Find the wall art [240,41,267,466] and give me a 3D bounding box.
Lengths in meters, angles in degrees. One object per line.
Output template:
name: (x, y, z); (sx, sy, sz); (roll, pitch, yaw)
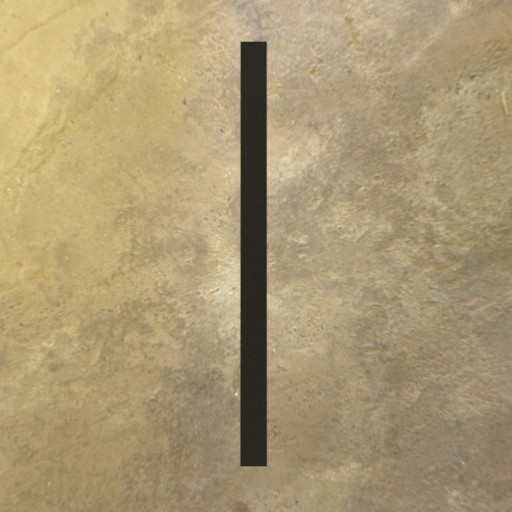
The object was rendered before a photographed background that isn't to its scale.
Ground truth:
wall art: (0.000, 0.000, 0.756); (0.029, 0.559, 0.457); (0, 89, 1)
